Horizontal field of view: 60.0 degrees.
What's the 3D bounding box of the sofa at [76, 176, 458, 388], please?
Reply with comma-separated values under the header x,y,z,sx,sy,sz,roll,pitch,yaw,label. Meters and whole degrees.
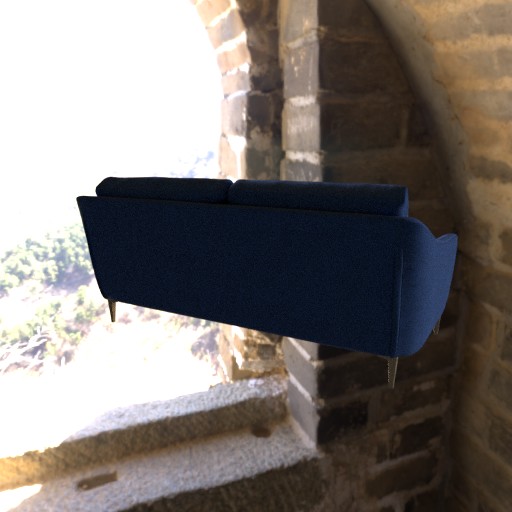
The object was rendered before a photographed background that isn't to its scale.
x,y,z,sx,sy,sz,roll,pitch,yaw,label
0.000,0.000,2.530,2.036,0.903,0.960,7,15,26,sofa
